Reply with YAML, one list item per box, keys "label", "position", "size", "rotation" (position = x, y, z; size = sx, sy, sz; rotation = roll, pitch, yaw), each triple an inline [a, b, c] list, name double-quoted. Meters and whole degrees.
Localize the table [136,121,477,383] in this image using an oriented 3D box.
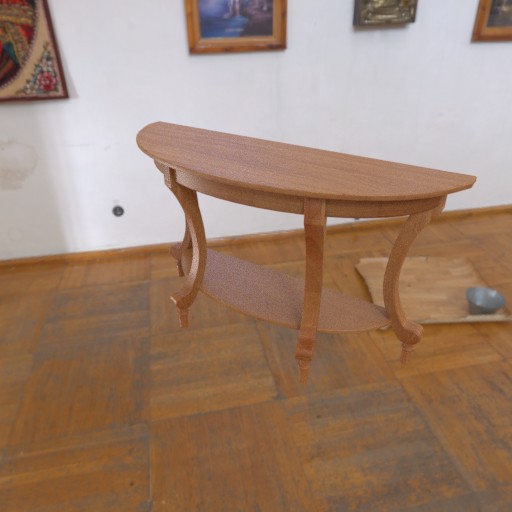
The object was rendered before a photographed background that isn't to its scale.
- label: "table"
  position: [0.000, 0.000, 1.534]
  size: [1.198, 0.692, 0.394]
  rotation: [18, 34, 28]
